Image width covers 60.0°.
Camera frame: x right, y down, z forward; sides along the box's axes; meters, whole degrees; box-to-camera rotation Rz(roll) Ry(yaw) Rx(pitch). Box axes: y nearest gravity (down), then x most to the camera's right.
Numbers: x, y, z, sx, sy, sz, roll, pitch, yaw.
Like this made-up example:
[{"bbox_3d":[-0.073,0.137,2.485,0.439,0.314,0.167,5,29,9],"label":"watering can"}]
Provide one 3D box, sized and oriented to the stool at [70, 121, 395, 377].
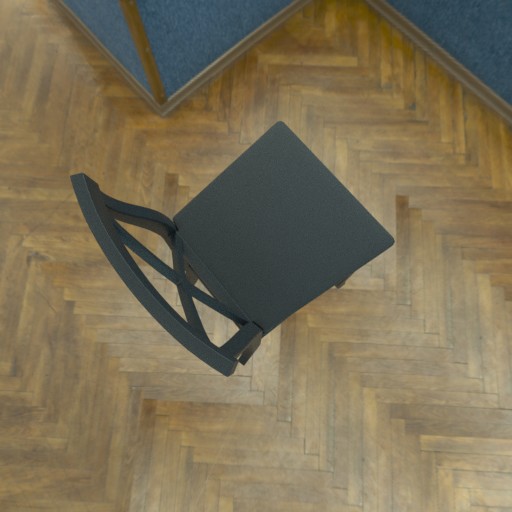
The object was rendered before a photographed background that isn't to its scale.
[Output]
[{"bbox_3d":[0.000,0.000,1.250,0.559,0.989,0.452,-39,79,-9],"label":"stool"}]
